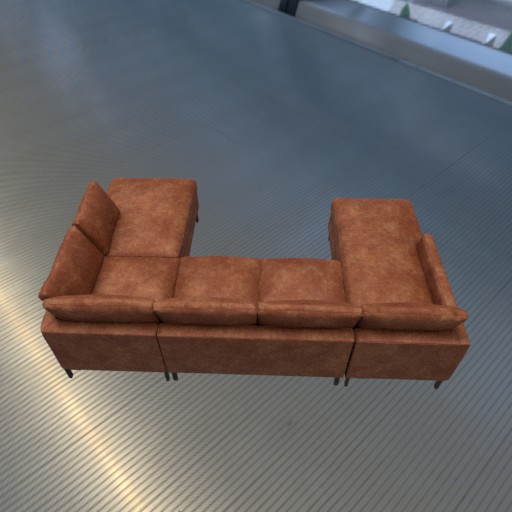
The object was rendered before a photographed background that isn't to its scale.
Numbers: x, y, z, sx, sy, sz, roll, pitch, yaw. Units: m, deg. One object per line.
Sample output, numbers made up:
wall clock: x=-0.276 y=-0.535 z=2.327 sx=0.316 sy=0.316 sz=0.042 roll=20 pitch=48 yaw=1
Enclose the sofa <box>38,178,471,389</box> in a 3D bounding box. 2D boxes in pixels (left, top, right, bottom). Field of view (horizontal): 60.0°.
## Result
sofa: x=0.000 y=0.000 z=3.783 sx=2.956 sy=0.900 sz=1.939 roll=1 pitch=46 yaw=1
